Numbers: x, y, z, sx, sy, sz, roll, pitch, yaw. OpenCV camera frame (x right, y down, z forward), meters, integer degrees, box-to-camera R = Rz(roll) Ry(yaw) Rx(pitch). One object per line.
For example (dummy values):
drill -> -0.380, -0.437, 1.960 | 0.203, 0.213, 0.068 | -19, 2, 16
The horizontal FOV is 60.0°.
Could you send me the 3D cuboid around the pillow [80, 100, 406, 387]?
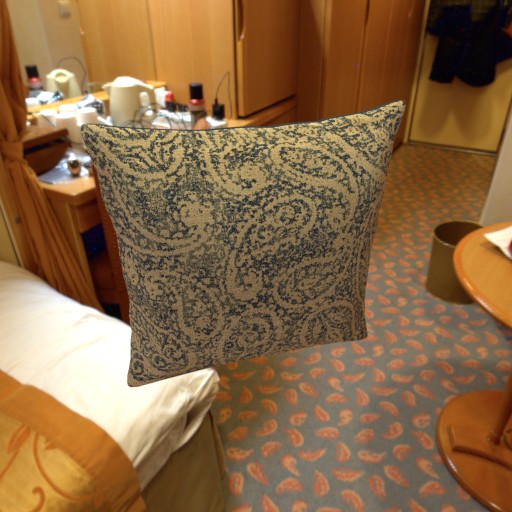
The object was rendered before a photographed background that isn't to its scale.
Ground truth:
pillow -> 0.000, 0.000, 0.803 | 0.523, 0.510, 0.166 | -9, 32, -14
